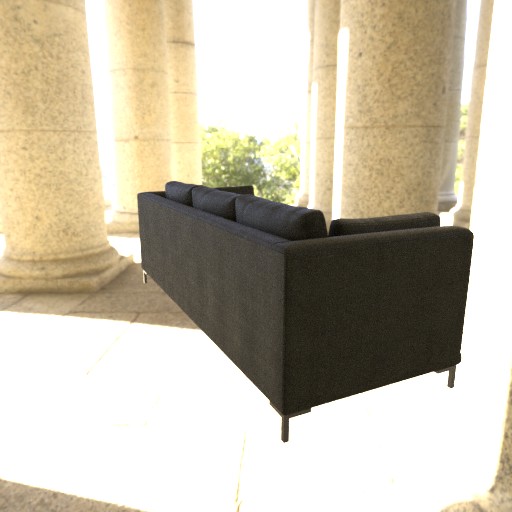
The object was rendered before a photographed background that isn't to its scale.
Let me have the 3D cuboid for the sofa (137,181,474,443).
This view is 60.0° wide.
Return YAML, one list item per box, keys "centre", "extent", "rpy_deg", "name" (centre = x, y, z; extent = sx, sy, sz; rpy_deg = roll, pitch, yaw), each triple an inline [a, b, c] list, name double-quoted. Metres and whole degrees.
- centre: [0.000, 0.000, 2.831]
  extent: [0.969, 0.867, 2.415]
  rpy_deg: [-6, 15, -26]
  name: "sofa"
